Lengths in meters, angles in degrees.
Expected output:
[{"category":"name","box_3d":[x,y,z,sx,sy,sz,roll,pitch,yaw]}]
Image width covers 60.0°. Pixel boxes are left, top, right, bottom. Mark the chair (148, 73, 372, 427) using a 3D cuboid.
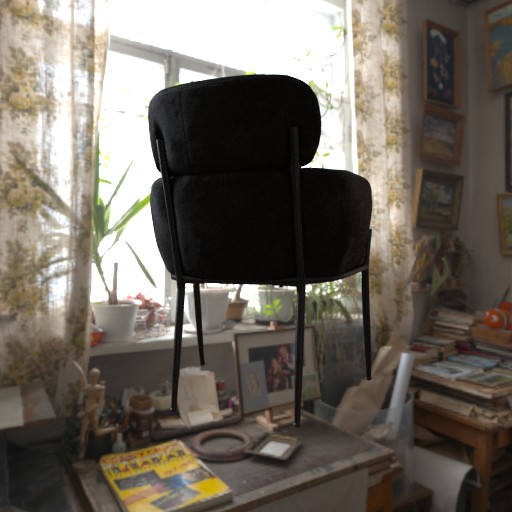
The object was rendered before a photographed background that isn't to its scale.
[{"category":"chair","box_3d":[0.000,0.000,1.286,0.640,0.818,0.604,0,0,18]}]
